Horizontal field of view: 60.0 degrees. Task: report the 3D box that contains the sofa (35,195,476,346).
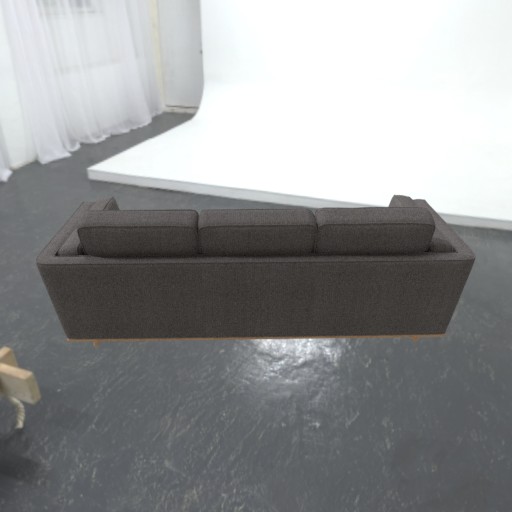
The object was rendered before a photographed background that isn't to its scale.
[{"bbox_3d":[0.000,0.000,2.810,2.362,0.899,0.903,-1,29,-1],"label":"sofa"}]
